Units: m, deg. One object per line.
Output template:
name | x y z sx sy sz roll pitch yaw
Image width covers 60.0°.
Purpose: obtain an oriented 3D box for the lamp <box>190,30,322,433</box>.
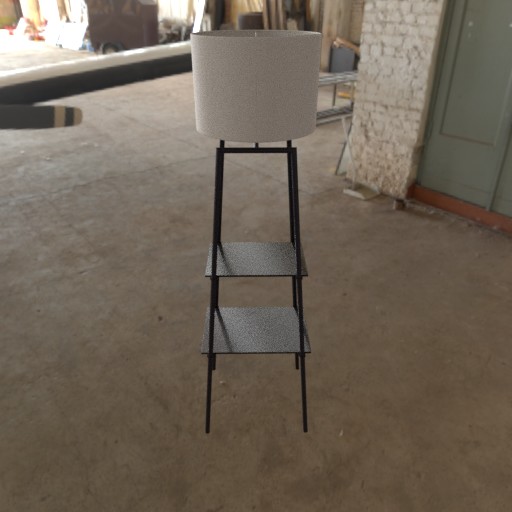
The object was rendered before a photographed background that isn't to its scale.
lamp | 0.000 0.000 1.638 0.427 1.474 0.384 0 30 -1
